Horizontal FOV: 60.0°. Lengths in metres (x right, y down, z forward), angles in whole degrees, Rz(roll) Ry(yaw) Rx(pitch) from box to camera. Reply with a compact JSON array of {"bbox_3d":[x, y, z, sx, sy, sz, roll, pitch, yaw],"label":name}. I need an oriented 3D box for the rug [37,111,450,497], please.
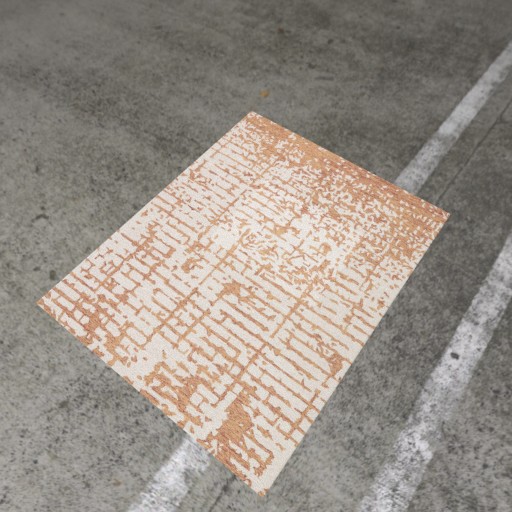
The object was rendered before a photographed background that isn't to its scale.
[{"bbox_3d":[0.000,0.000,4.067,2.441,0.011,3.050,33,64,18],"label":"rug"}]
